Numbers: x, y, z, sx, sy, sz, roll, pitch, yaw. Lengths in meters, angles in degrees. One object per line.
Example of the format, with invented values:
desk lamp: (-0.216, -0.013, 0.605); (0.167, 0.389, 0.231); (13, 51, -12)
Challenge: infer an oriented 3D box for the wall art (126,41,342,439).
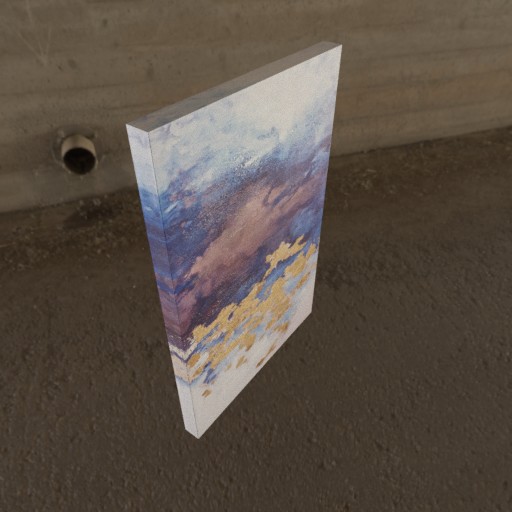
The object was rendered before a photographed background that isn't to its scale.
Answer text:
wall art: (0.000, 0.000, 1.108); (0.048, 0.874, 0.583); (26, 46, 27)
